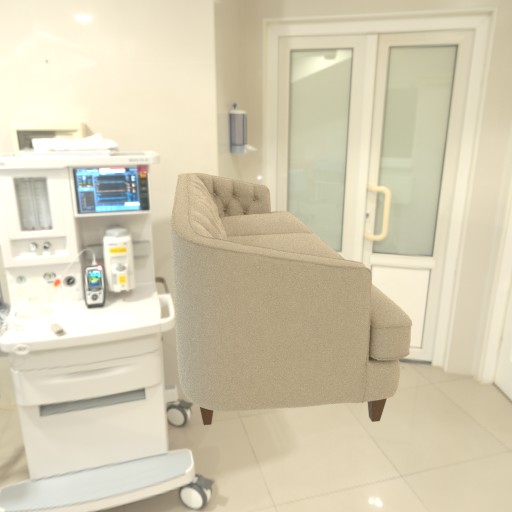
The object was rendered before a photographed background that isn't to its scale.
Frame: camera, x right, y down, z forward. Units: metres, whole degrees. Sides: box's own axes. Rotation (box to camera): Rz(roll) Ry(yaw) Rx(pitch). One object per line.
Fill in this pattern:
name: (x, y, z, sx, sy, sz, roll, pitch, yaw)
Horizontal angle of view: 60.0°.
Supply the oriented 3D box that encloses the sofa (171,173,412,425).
sofa: (0.000, 0.000, 2.711, 0.941, 0.855, 2.278, -2, 17, -8)
